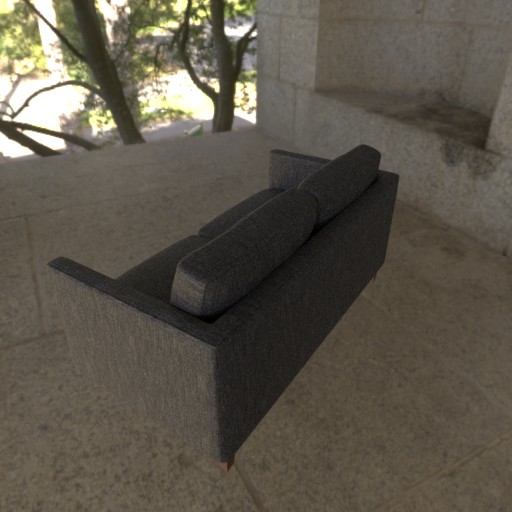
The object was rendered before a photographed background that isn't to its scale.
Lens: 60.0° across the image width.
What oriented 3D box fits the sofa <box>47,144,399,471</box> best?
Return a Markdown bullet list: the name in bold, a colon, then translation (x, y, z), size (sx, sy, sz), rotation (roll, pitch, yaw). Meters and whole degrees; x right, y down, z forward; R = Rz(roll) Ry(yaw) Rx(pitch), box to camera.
- **sofa**: translation (0.000, 0.000, 2.446), size (0.950, 0.963, 1.884), rotation (19, 36, 28)
